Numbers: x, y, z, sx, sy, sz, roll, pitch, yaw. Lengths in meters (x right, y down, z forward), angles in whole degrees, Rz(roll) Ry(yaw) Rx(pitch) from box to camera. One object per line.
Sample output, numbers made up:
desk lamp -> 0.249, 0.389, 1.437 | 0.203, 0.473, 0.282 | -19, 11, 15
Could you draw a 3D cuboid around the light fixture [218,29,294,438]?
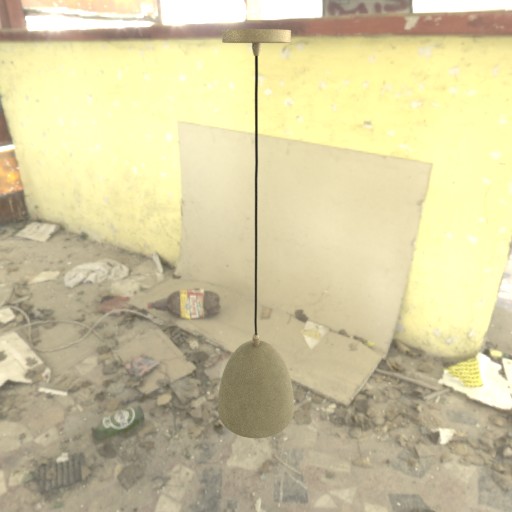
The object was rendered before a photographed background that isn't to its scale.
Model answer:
light fixture -> 0.000, 0.000, 0.837 | 0.170, 0.759, 0.170 | -17, 30, -32
